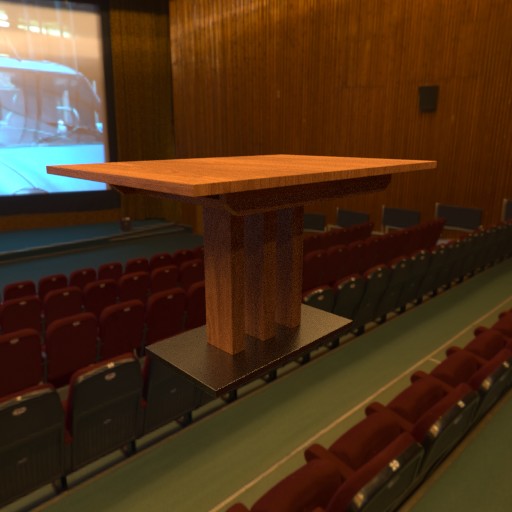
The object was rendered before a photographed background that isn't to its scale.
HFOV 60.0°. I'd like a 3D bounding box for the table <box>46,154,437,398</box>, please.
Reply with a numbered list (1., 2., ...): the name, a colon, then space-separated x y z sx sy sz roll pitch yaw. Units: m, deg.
1. table: 0.000 0.000 1.875 1.300 0.770 0.900 -15 21 -43
